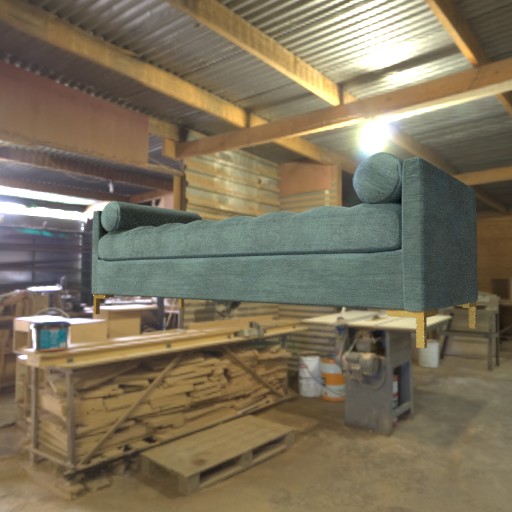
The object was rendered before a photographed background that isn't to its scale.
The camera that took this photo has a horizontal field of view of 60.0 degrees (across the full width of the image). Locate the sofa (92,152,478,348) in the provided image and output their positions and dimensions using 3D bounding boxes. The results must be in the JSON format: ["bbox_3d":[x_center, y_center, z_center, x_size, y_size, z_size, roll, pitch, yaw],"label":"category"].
[{"bbox_3d":[0.000,0.000,2.449,2.102,0.705,0.796,-2,-3,39],"label":"sofa"}]
